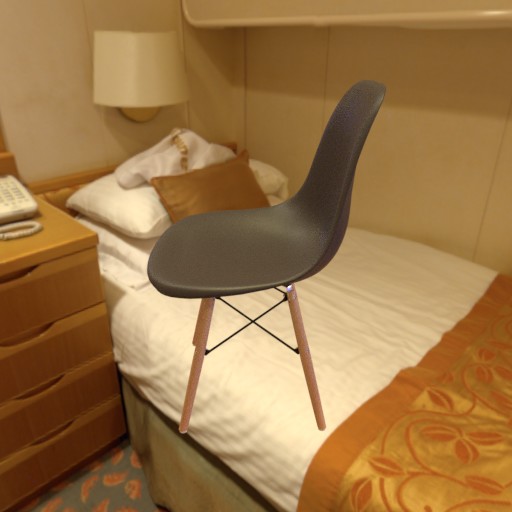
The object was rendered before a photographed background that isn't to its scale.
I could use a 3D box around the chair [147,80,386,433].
[{"bbox_3d":[0.000,0.000,1.128,0.533,0.825,0.470,-1,27,-2],"label":"chair"}]
